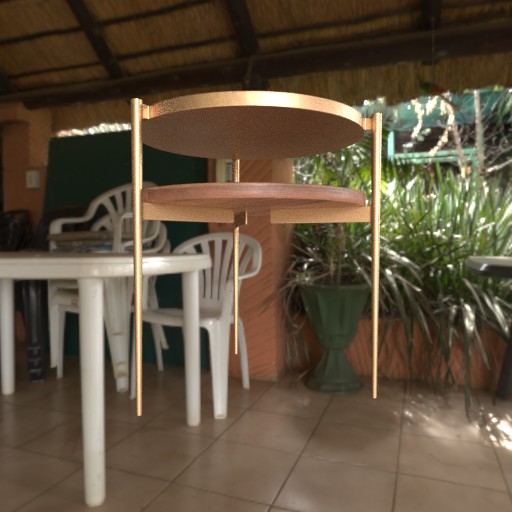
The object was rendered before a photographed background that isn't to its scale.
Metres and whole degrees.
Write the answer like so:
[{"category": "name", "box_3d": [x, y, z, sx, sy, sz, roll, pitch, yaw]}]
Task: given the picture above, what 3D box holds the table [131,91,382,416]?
[{"category": "table", "box_3d": [0.000, 0.000, 0.842, 0.456, 0.493, 0.430, 1, 2, 19]}]
